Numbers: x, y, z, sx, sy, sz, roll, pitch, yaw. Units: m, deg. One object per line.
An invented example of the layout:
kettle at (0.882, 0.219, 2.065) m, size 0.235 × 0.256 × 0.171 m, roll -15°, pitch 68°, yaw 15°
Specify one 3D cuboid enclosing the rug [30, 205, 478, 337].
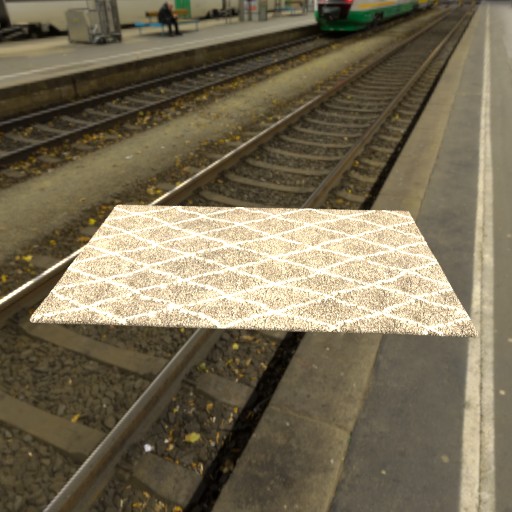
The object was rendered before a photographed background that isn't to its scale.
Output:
rug at (0.000, 0.000, 3.047) m, size 2.438 × 0.030 × 1.524 m, roll 1°, pitch 31°, yaw 2°
